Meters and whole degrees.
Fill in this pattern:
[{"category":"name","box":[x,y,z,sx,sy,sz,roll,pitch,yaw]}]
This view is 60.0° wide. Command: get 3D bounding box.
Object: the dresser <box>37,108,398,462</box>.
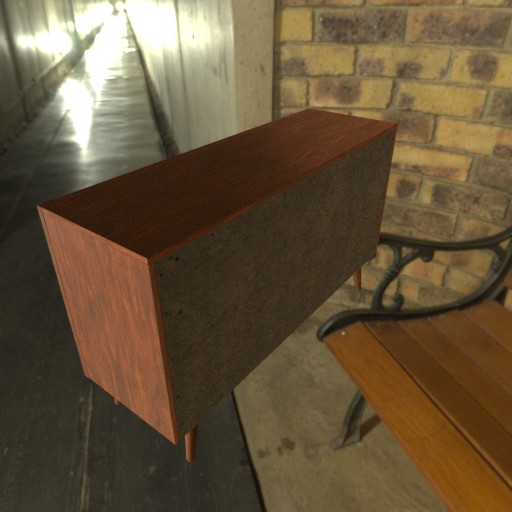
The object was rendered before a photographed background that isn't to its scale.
[{"category":"dresser","box":[0.000,0.000,1.885,0.500,0.889,1.472,22,38,31]}]
